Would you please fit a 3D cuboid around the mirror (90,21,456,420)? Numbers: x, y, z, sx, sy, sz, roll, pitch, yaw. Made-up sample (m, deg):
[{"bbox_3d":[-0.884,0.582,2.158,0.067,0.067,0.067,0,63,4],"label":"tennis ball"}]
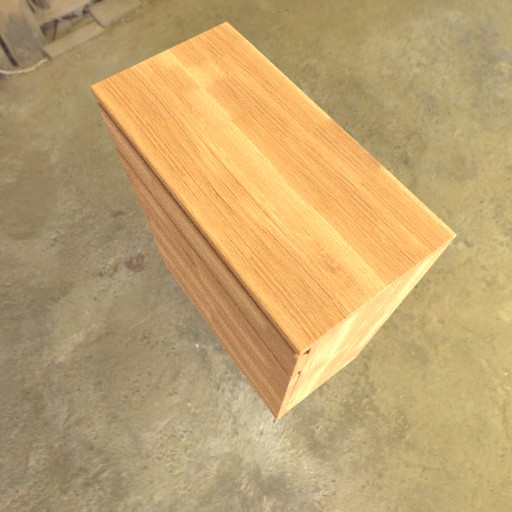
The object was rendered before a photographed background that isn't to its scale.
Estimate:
[{"bbox_3d":[0.000,0.000,1.415,0.400,1.000,0.800,-33,68,-15],"label":"mirror"}]
